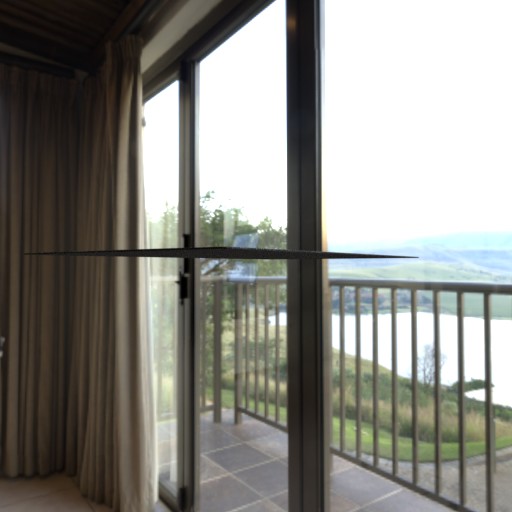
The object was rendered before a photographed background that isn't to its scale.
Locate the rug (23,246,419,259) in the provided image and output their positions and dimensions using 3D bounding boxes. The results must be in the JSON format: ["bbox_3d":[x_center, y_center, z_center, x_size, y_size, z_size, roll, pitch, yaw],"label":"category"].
[{"bbox_3d":[0.000,0.000,2.231,1.102,0.008,1.795,-1,-2,36],"label":"rug"}]
